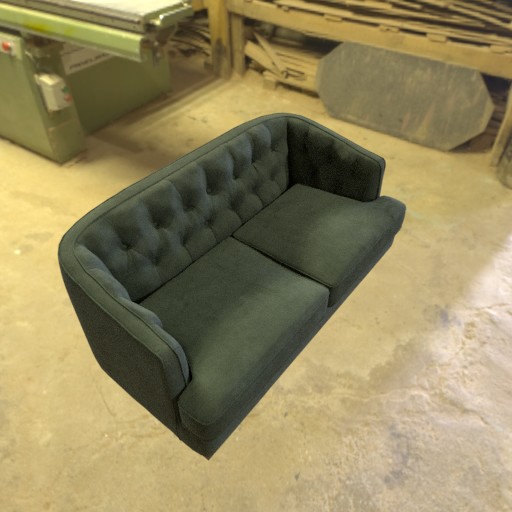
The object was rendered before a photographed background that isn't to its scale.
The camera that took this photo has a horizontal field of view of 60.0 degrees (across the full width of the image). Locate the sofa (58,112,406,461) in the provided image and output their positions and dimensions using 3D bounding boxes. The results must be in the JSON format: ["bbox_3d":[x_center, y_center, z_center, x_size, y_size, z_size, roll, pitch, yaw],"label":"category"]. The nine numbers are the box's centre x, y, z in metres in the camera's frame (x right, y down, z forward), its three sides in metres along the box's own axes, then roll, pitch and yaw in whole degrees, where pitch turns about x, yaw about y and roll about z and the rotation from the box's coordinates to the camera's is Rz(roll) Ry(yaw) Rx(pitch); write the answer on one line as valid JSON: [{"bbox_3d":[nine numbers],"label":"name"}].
[{"bbox_3d":[0.000,0.000,2.293,0.941,0.855,1.733,28,49,27],"label":"sofa"}]
